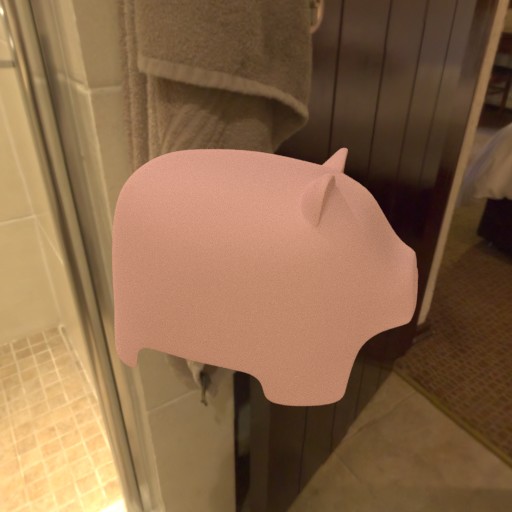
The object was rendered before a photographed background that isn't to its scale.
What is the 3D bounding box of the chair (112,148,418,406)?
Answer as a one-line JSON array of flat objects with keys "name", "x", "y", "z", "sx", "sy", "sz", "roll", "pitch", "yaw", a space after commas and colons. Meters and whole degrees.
[{"name": "chair", "x": 0.000, "y": 0.000, "z": 0.880, "sx": 0.619, "sy": 0.423, "sz": 0.364, "roll": 10, "pitch": 32, "yaw": 17}]
